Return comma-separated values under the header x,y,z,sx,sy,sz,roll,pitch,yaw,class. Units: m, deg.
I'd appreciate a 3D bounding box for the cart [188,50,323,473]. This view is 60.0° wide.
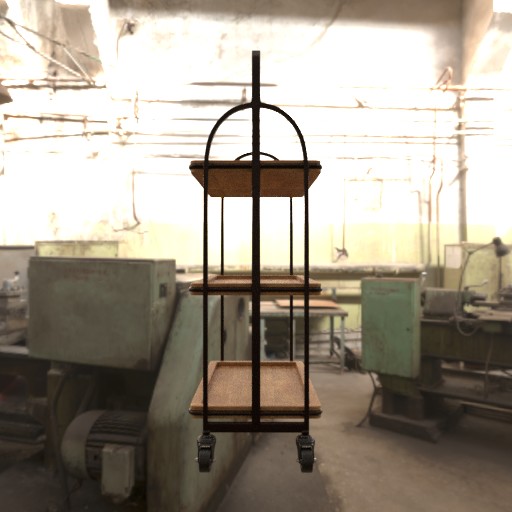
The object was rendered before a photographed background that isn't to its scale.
x,y,z,sx,sy,sz,roll,pitch,yaw,class
0.000,0.000,1.279,0.327,1.001,0.553,0,0,0,cart
